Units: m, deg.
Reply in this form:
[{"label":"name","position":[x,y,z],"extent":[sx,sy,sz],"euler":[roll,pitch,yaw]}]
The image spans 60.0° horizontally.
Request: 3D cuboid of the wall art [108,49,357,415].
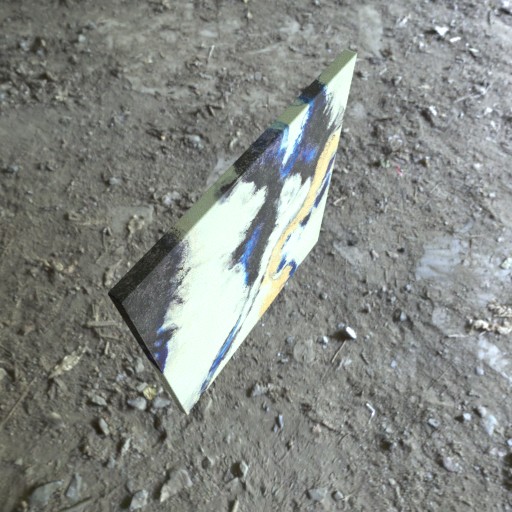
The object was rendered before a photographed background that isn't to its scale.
[{"label":"wall art","position":[0.000,0.000,1.355],"extent":[0.038,0.885,0.887],"euler":[30,63,18]}]
